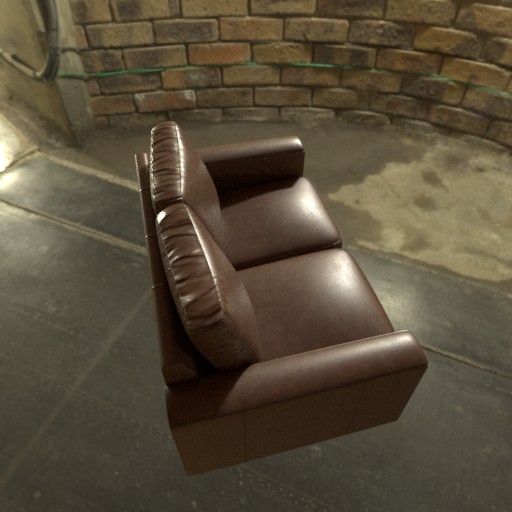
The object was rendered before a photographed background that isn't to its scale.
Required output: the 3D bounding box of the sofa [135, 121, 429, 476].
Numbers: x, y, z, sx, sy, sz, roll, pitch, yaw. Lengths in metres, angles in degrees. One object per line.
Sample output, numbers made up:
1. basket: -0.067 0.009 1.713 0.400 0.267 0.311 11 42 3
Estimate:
1. sofa: 0.000 0.000 2.185 1.016 0.873 1.616 -11 48 -10
